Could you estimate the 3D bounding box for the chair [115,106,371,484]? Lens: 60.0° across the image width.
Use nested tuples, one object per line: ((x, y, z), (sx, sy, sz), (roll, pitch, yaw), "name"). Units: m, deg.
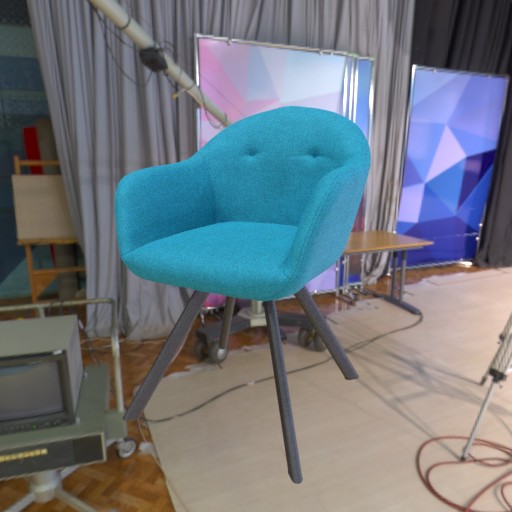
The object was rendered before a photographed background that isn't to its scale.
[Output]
((0.000, 0.000, 1.155), (0.545, 0.775, 0.565), (7, 17, 26), "chair")
